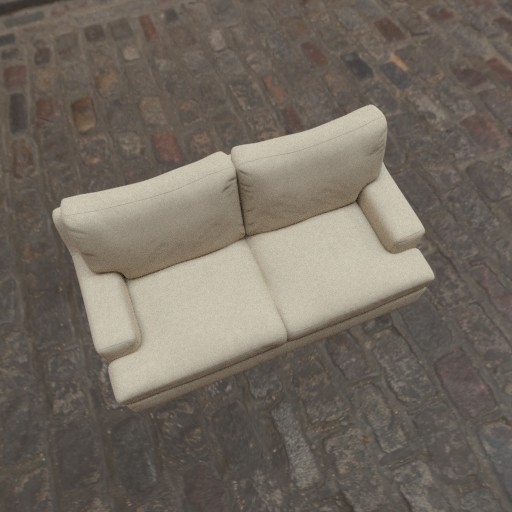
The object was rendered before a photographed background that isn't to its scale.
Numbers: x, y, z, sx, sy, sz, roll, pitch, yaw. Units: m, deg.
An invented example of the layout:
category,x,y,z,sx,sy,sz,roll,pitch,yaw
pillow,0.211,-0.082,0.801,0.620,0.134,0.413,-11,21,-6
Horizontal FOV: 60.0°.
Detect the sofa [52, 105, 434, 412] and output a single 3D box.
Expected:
category,x,y,z,sx,sy,sz,roll,pitch,yaw
sofa,0.000,0.000,2.456,1.885,0.967,0.962,-20,64,-10
